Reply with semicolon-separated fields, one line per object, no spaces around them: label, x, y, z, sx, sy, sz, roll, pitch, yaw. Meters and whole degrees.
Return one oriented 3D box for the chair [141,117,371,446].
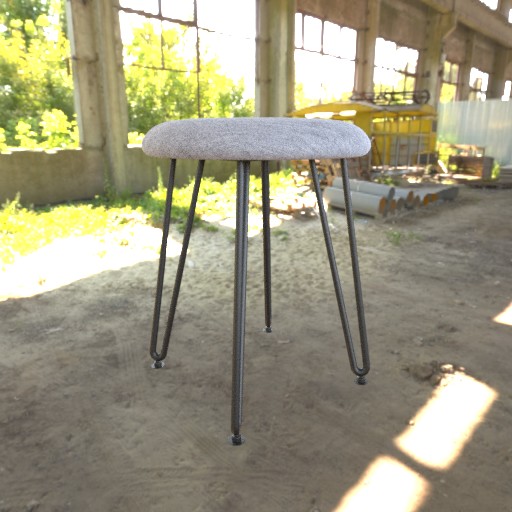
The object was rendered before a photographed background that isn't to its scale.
chair;0.000;0.000;0.655;0.350;0.386;0.350;2;15;8
